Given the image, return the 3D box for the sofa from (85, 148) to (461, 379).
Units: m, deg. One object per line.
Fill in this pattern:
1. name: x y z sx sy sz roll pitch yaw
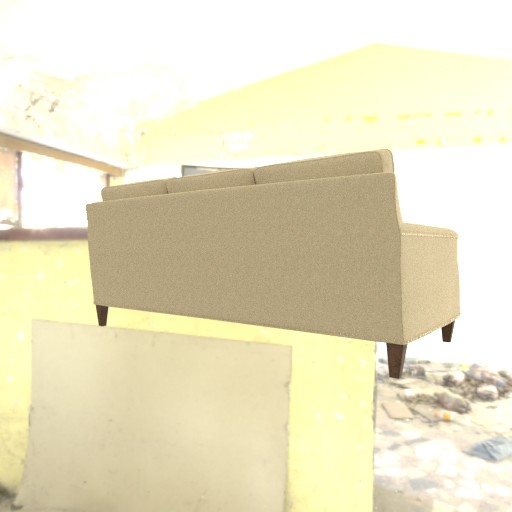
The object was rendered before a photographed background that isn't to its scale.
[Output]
1. sofa: 0.000 0.000 2.843 2.246 1.003 1.084 1 1 36
